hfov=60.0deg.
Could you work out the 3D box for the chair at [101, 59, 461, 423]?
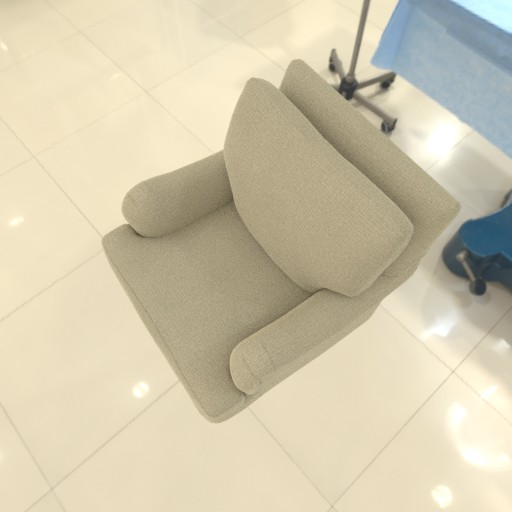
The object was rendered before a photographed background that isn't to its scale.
[{"bbox_3d":[0.000,0.000,1.880,1.070,1.038,0.955,-32,67,-15],"label":"chair"}]
